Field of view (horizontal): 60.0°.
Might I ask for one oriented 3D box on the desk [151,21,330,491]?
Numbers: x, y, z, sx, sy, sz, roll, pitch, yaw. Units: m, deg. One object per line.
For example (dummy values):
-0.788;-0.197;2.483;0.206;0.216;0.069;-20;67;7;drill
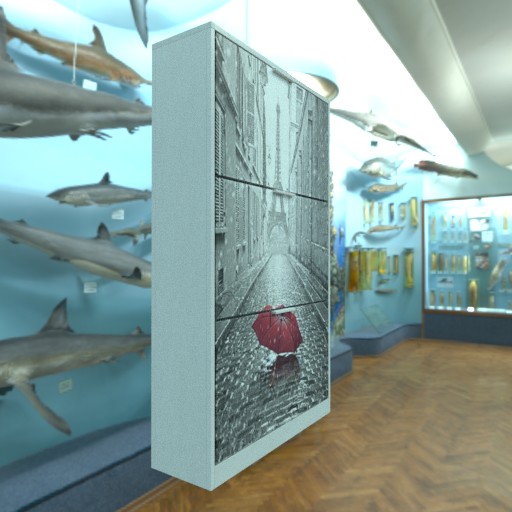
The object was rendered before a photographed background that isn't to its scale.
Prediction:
0.000;0.000;1.577;0.250;1.280;0.750;0;0;35;desk
